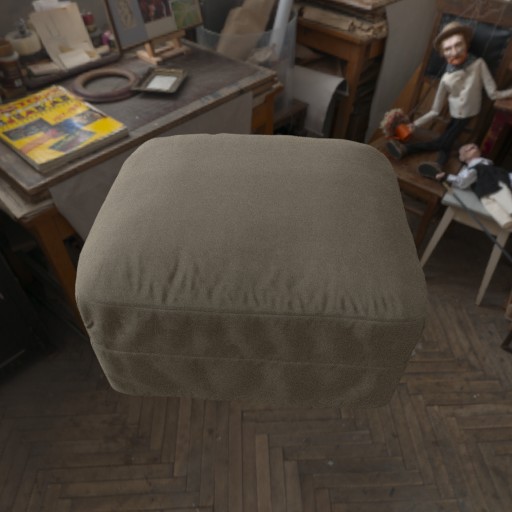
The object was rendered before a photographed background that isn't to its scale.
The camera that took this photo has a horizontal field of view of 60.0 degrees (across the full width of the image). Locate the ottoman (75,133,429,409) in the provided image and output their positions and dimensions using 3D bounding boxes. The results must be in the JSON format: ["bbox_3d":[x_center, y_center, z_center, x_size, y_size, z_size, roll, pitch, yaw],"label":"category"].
[{"bbox_3d":[0.000,0.000,1.087,0.712,0.480,0.584,3,46,3],"label":"ottoman"}]
